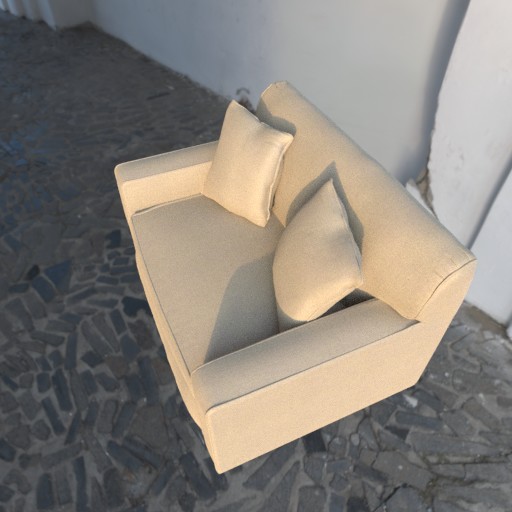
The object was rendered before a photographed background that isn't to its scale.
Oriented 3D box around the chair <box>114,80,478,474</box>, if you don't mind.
[{"bbox_3d":[0.000,0.000,1.989,1.000,0.948,1.383,-18,49,-16],"label":"chair"}]
